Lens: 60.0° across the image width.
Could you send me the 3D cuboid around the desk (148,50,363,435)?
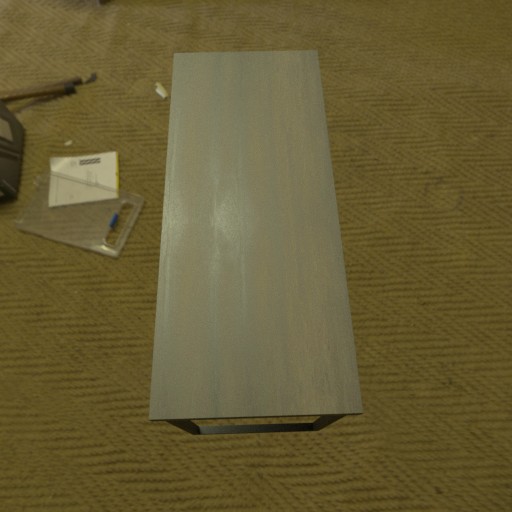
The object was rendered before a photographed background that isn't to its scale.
[{"bbox_3d":[0.000,0.000,1.555,0.511,0.752,1.134,-2,65,-1],"label":"desk"}]
